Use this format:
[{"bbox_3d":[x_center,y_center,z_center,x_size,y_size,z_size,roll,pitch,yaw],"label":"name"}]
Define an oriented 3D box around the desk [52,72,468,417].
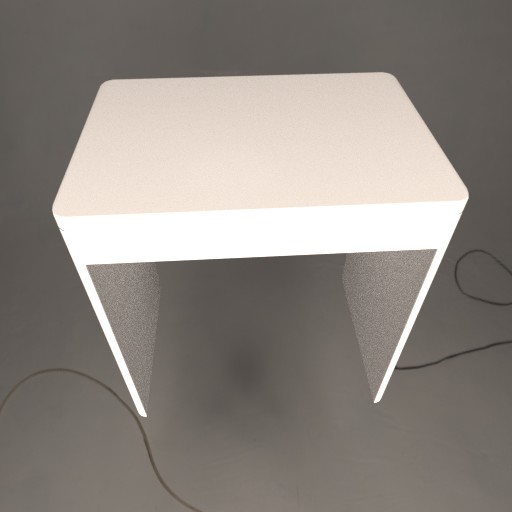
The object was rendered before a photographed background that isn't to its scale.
[{"bbox_3d":[0.000,0.000,1.263,0.762,0.800,0.549,-3,46,-3],"label":"desk"}]
